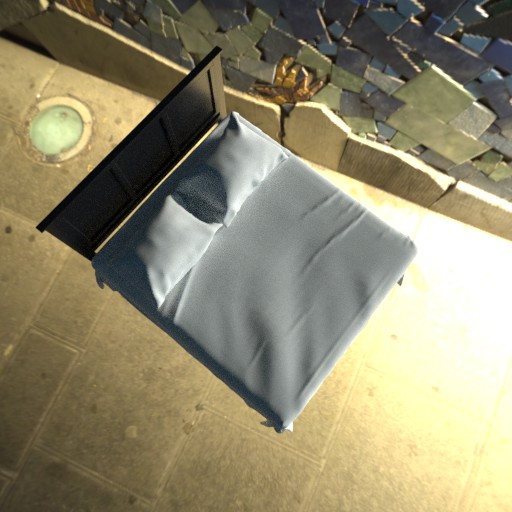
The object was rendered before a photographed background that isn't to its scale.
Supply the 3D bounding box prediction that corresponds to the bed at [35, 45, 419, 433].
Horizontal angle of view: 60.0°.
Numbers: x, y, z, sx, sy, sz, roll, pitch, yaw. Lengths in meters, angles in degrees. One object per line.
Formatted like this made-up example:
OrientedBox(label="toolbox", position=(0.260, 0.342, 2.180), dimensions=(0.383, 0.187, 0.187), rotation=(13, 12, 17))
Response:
OrientedBox(label="bed", position=(0.000, 0.000, 3.230), dimensions=(2.050, 1.270, 1.870), rotation=(38, 78, 9))
